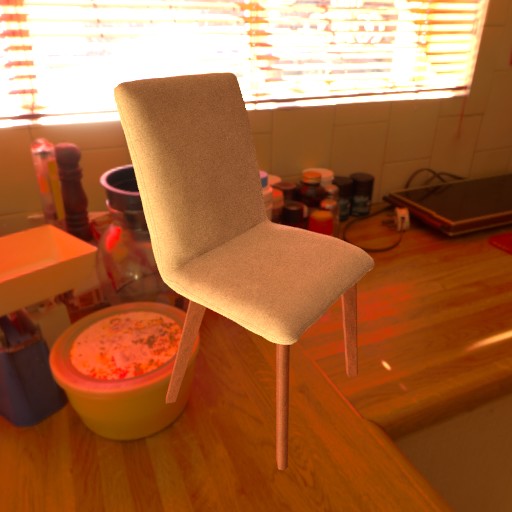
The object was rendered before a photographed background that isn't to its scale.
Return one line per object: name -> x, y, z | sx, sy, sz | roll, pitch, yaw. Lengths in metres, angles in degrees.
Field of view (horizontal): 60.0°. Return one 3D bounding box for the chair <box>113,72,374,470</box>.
chair -> 0.000, 0.000, 1.314 | 0.563, 0.974, 0.522 | 19, 33, 32
